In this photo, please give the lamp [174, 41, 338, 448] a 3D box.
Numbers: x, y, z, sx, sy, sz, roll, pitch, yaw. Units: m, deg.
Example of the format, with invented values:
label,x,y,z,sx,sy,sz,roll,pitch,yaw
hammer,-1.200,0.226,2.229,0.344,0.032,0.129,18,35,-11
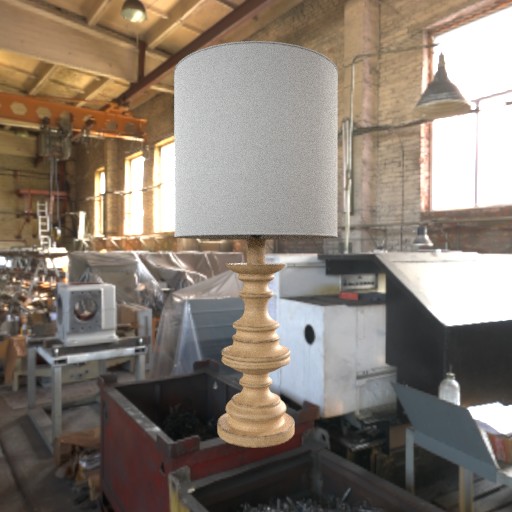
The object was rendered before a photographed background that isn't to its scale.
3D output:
label,x,y,z,sx,sy,sz,roll,pitch,yaw
lamp,0.000,0.000,0.574,0.208,0.455,0.208,0,1,19
